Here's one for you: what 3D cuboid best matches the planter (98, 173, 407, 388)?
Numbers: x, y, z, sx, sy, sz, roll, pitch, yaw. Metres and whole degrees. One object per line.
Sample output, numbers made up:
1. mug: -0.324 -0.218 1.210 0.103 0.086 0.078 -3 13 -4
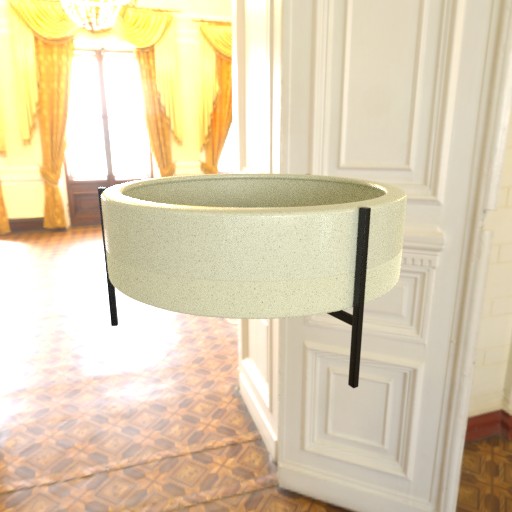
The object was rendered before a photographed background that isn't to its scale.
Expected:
1. planter: 0.000 0.000 0.537 0.336 0.171 0.345 8 18 26
